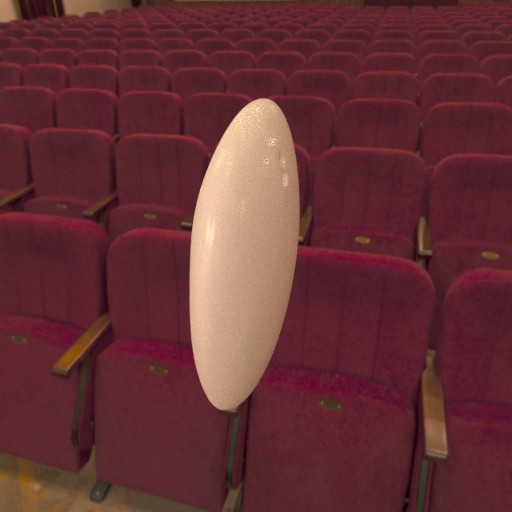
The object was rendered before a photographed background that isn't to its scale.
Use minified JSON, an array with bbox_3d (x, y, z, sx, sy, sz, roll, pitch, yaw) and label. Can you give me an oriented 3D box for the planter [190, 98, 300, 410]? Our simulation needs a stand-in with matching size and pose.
[{"bbox_3d":[0.000,0.000,0.281,0.043,0.188,0.185,8,30,14],"label":"planter"}]
